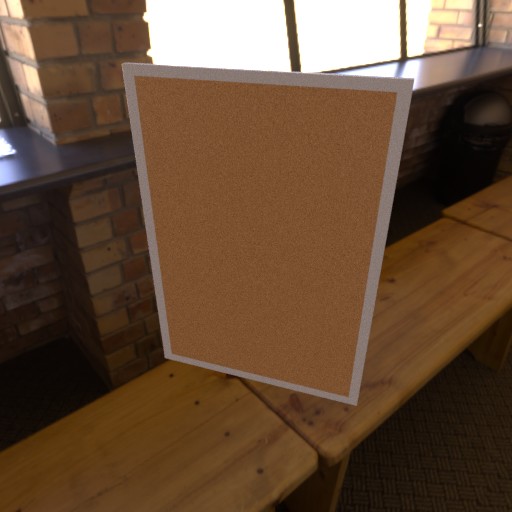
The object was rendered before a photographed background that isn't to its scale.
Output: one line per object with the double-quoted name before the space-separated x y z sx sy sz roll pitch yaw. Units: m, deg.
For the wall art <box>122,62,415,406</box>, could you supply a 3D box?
"wall art" 0.000 0.000 0.838 0.456 0.656 0.013 10 33 15
